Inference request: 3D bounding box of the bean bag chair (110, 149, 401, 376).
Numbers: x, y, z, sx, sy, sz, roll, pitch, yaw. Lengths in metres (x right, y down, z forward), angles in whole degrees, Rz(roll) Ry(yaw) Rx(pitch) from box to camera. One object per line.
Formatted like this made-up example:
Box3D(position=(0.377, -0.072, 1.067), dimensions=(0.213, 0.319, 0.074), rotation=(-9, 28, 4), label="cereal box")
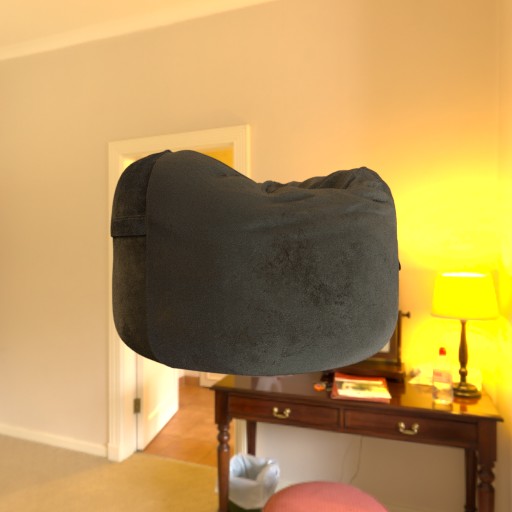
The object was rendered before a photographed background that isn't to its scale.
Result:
Box3D(position=(0.000, 0.000, 1.472), dimensions=(0.918, 0.605, 0.918), rotation=(0, 1, 0), label="bean bag chair")
